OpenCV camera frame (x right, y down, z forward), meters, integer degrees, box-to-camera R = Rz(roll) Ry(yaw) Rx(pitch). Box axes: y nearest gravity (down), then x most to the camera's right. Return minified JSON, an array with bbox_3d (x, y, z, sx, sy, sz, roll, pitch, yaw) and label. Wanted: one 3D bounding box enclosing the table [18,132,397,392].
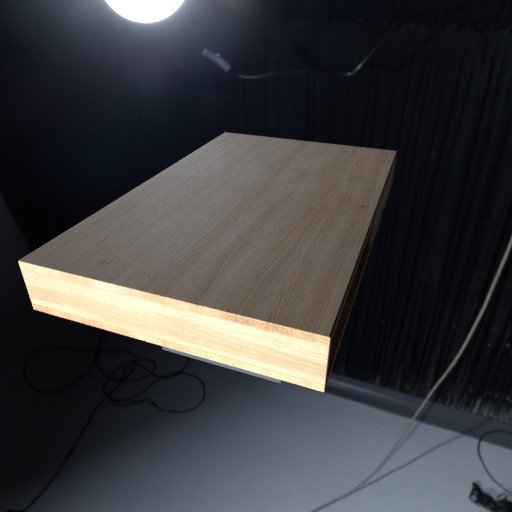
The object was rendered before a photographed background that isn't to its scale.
[{"bbox_3d":[0.000,0.000,1.421,0.700,0.440,1.100,11,33,18],"label":"table"}]
